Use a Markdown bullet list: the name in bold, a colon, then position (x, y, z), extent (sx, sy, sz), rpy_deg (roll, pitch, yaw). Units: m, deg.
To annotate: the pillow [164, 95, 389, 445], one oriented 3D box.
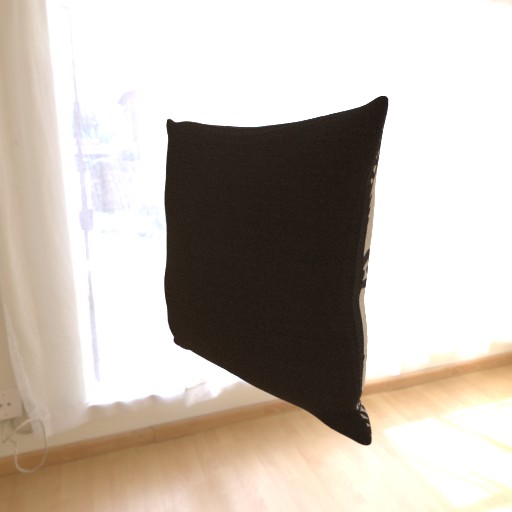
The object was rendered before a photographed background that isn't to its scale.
- **pillow**: position (0.000, 0.000, 0.687), extent (0.440, 0.441, 0.182), rpy_deg (13, 19, 43)
